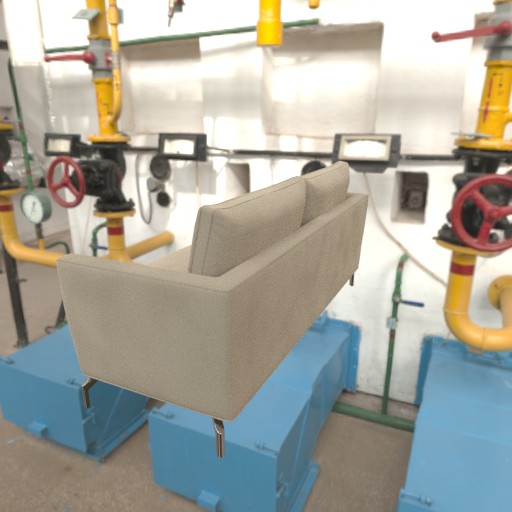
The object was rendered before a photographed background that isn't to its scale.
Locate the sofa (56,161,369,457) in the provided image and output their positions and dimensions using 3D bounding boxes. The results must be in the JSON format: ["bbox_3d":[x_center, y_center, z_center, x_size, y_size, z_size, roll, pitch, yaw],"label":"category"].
[{"bbox_3d":[0.000,0.000,2.708,0.868,1.005,2.214,8,19,25],"label":"sofa"}]
